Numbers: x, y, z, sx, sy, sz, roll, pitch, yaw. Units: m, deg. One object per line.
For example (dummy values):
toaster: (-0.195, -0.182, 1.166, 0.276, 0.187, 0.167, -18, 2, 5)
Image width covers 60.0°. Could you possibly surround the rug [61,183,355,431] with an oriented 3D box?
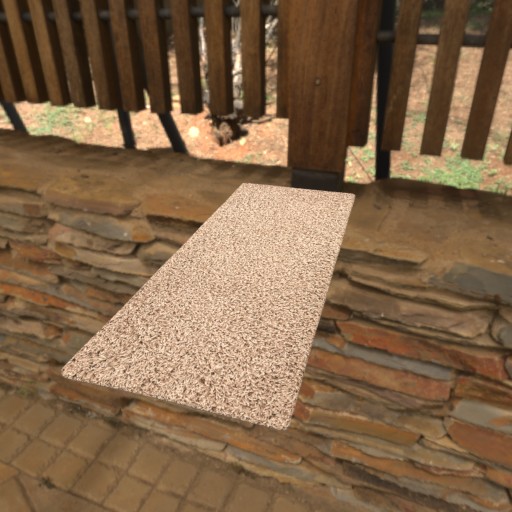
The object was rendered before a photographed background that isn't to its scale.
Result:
rug: (0.000, 0.000, 1.715, 0.609, 0.030, 1.524, 8, 30, 15)
